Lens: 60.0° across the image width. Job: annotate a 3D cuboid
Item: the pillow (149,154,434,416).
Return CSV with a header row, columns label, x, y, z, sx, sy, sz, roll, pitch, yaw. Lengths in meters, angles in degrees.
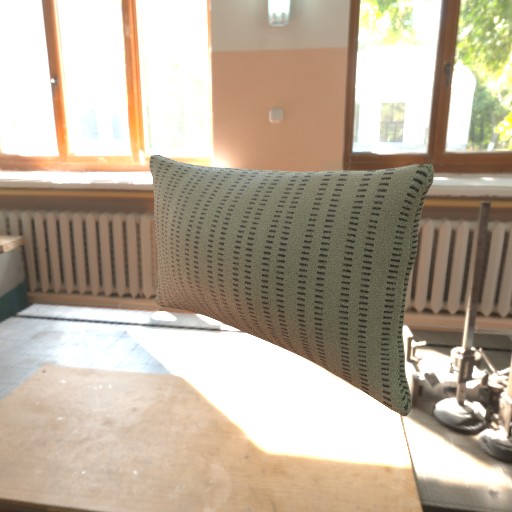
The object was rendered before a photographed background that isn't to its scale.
label,x,y,z,sx,sy,sz,roll,pitch,yaw
pillow,0.000,0.000,0.811,0.640,0.353,0.210,14,20,43
